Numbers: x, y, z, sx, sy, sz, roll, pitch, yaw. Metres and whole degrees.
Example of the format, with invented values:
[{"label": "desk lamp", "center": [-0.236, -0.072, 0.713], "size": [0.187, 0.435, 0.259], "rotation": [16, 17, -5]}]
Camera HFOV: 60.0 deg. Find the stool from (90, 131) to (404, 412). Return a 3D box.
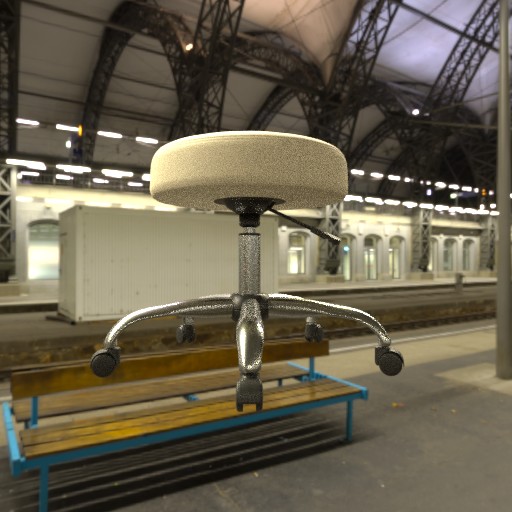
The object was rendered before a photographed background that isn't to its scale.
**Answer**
[{"label": "stool", "center": [0.000, 0.000, 1.014], "size": [0.634, 0.482, 0.614], "rotation": [0, 0, 36]}]
